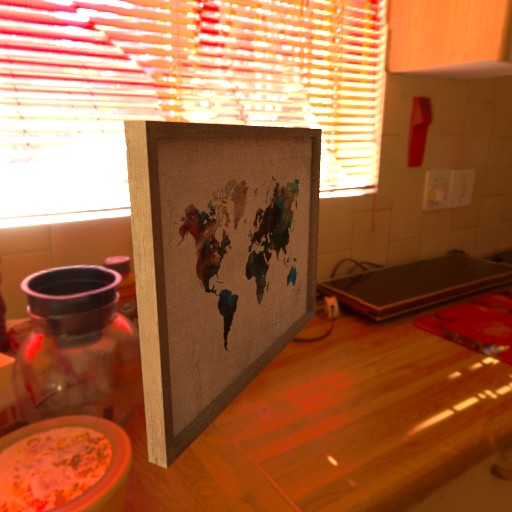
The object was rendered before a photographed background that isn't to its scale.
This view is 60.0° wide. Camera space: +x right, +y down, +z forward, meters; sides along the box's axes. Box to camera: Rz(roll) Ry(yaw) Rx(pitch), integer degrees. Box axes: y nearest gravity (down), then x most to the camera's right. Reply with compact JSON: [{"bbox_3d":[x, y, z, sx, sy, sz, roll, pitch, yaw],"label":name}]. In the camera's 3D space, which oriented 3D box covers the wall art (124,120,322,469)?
[{"bbox_3d":[0.000,0.000,1.792,0.070,1.009,1.320,8,17,26],"label":"wall art"}]
